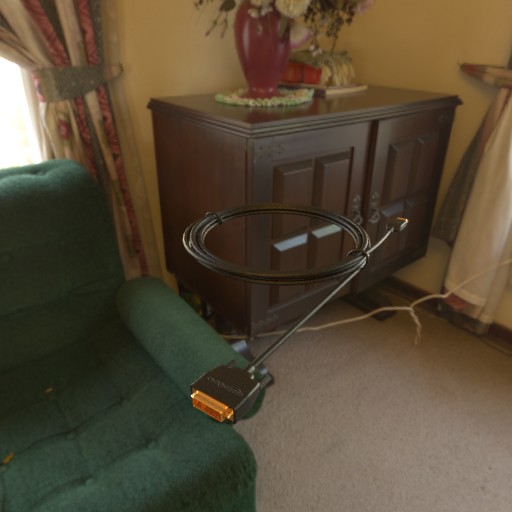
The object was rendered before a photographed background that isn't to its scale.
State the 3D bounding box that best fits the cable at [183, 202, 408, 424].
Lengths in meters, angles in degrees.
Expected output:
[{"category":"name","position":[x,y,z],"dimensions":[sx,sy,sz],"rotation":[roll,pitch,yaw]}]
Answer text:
[{"category":"cable","position":[0.000,0.000,0.524],"dimensions":[0.257,0.030,0.422],"rotation":[17,31,31]}]
